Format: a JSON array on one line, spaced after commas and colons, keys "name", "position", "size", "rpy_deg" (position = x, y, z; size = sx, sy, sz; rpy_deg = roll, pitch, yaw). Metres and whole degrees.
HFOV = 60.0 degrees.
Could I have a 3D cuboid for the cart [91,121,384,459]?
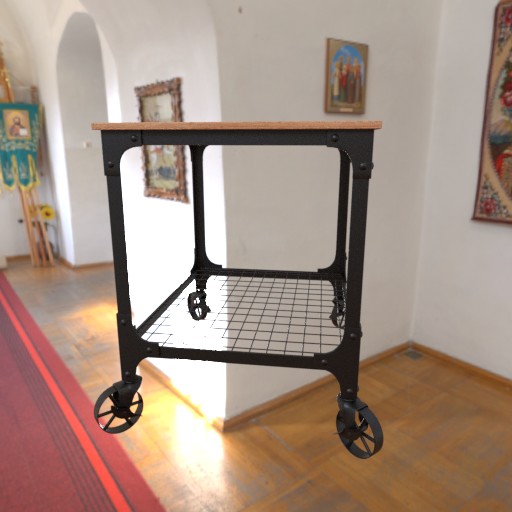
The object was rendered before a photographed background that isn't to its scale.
[{"name": "cart", "position": [0.000, 0.000, 1.079], "size": [0.558, 0.603, 0.666], "rpy_deg": [2, 15, 8]}]
